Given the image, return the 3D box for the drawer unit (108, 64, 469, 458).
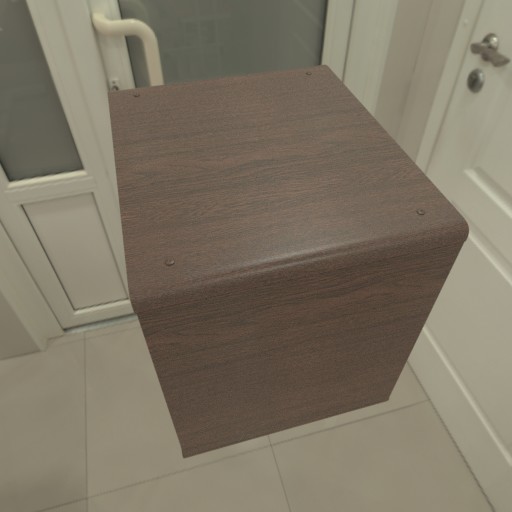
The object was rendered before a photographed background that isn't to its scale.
[{"bbox_3d":[0.000,0.000,0.590,0.290,0.344,0.344,-12,48,-11],"label":"drawer unit"}]
